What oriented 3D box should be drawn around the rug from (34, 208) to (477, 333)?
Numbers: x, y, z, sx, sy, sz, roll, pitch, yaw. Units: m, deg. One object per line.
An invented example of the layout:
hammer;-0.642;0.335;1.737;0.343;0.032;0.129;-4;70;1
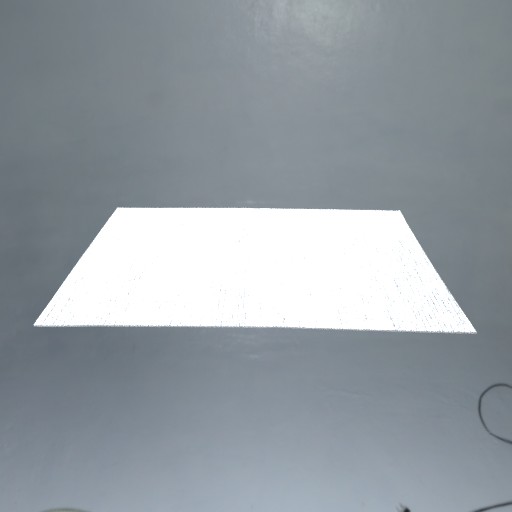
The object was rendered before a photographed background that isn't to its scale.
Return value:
rug;0.000;0.000;2.259;1.773;0.021;1.149;1;30;1
